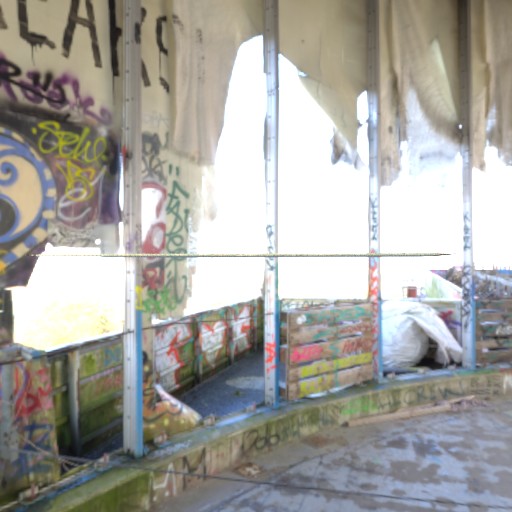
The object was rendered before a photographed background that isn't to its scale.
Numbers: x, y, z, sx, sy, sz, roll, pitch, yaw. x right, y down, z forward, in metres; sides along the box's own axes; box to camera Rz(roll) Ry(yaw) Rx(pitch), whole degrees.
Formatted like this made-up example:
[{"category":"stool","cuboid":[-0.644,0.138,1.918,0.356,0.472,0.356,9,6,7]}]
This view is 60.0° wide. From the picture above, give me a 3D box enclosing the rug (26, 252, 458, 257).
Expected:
[{"category":"rug","cuboid":[0.000,0.000,2.312,1.802,0.008,1.247,0,-1,18]}]
